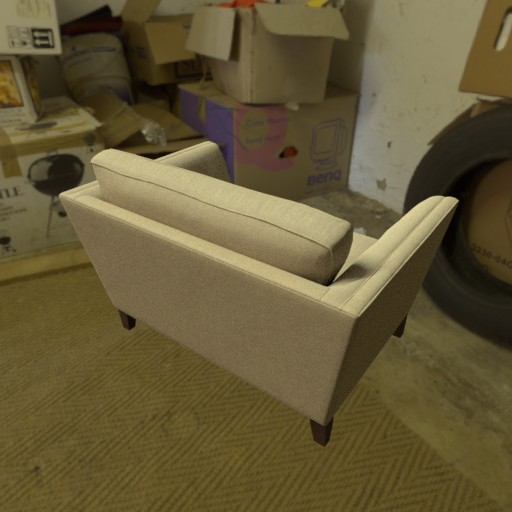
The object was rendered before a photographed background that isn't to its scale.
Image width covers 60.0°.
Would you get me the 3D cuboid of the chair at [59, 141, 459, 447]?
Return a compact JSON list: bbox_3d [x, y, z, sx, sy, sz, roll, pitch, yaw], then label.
[{"bbox_3d":[0.000,0.000,2.012,1.397,0.940,0.965,21,37,31],"label":"chair"}]
